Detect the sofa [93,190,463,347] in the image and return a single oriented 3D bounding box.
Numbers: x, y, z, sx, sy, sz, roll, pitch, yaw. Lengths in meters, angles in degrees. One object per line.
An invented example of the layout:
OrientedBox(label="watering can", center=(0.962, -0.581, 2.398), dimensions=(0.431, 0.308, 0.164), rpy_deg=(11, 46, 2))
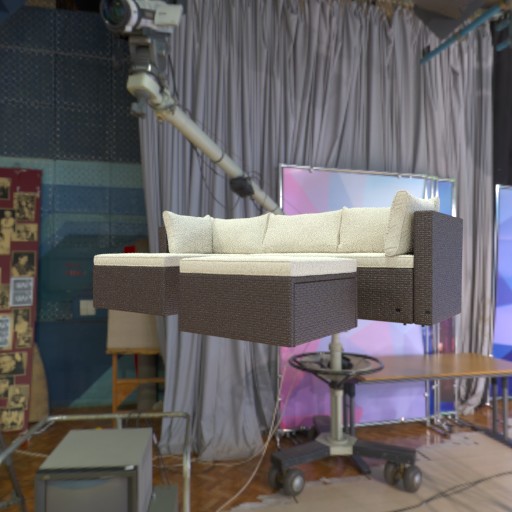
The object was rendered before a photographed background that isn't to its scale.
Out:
OrientedBox(label="sofa", center=(0.000, 0.000, 2.927), dimensions=(2.192, 0.766, 1.612), rpy_deg=(0, 0, 37))
